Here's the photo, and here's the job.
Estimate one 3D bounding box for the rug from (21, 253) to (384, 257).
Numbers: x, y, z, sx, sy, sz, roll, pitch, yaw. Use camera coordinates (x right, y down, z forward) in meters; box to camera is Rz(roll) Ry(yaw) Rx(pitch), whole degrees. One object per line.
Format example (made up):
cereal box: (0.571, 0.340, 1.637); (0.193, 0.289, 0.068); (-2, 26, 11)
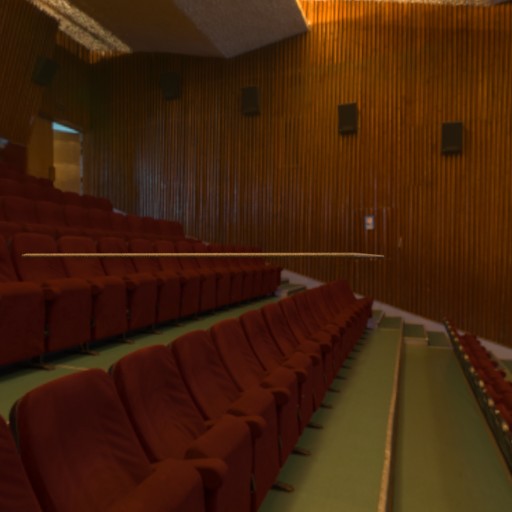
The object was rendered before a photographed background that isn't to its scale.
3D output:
rug: (0.000, 0.000, 2.329); (1.224, 0.012, 1.847); (0, 0, 19)
